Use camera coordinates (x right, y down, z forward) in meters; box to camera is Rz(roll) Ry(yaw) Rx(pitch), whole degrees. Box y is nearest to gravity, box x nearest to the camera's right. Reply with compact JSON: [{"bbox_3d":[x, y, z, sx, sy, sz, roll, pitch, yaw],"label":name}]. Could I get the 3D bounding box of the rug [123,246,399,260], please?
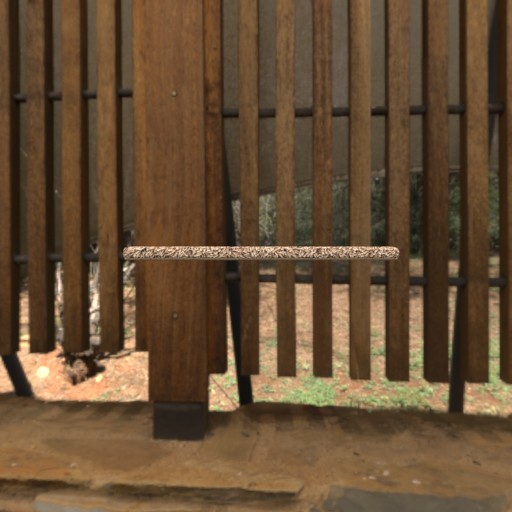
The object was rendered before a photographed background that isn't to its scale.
[{"bbox_3d":[0.000,0.000,1.726,0.609,0.030,1.524,0,0,-1],"label":"rug"}]
